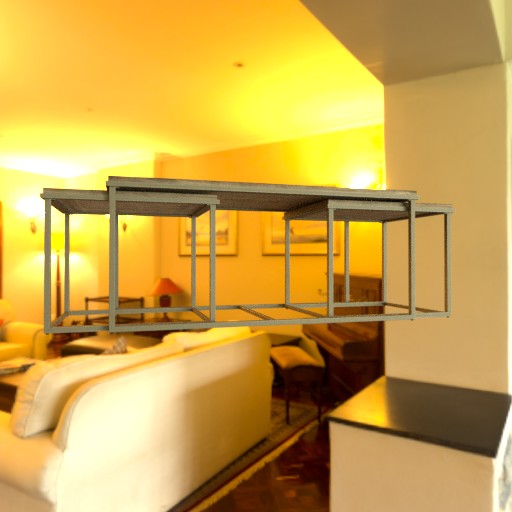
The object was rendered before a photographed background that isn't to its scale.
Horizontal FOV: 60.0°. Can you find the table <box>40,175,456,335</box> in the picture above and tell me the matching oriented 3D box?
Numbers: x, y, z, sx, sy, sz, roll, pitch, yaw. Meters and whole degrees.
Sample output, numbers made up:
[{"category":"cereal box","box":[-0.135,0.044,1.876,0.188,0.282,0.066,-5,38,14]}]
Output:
[{"category":"table","box":[0.000,0.000,1.555,1.312,0.427,0.489,0,-1,-16]}]
